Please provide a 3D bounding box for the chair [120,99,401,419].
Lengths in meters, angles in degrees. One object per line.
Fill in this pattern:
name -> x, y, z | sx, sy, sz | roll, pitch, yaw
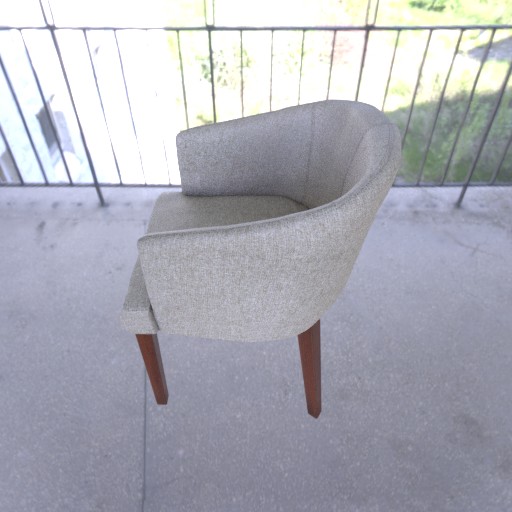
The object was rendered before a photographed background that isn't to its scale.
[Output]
chair -> 0.000, 0.000, 1.278 | 0.655, 0.811, 0.583 | 1, 41, 1
